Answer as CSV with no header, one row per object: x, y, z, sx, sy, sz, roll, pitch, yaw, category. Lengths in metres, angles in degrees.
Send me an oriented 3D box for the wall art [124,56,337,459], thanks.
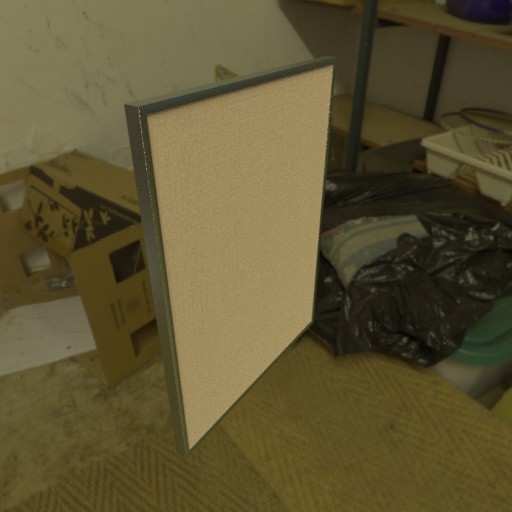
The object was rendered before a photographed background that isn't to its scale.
0.000,0.000,1.384,0.041,1.062,0.803,21,37,30,wall art
